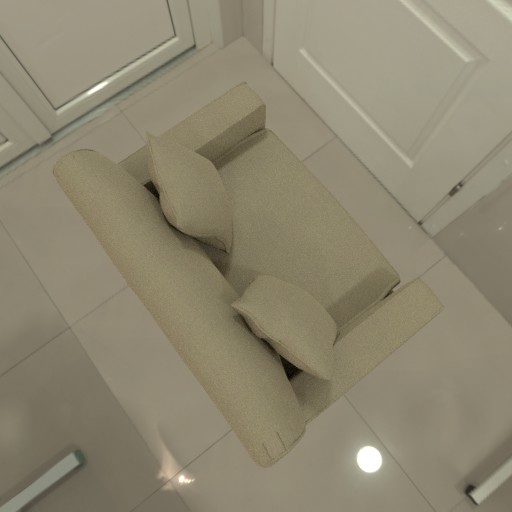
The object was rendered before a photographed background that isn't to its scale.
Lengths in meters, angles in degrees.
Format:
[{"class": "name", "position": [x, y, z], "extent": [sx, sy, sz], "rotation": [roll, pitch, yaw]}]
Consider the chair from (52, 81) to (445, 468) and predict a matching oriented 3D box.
[{"class": "chair", "position": [0.000, 0.000, 2.044], "extent": [1.000, 0.948, 1.383], "rotation": [-37, 78, -9]}]
